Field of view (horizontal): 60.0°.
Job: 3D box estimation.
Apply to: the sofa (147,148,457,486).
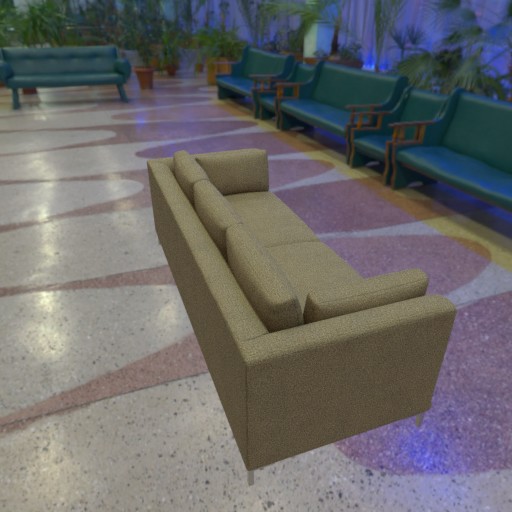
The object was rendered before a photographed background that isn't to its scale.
[{"bbox_3d":[0.000,0.000,2.851,0.969,0.867,2.415,-11,32,-17],"label":"sofa"}]
